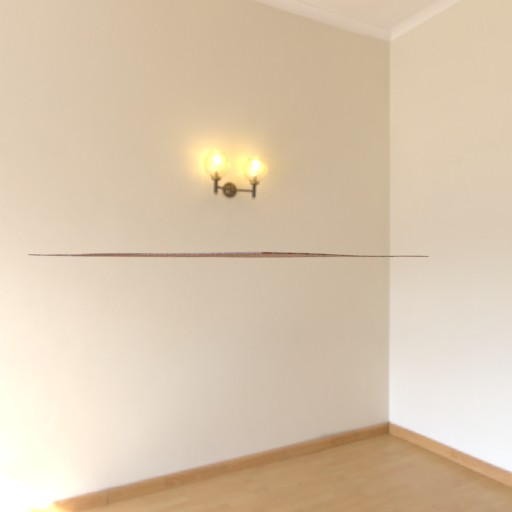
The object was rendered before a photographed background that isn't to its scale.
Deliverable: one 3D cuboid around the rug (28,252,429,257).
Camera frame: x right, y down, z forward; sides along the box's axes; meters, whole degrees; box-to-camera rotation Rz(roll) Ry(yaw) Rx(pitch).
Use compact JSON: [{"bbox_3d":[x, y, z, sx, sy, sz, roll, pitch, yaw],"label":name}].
[{"bbox_3d":[0.000,0.000,4.046,2.263,0.022,3.029,0,0,36],"label":"rug"}]
